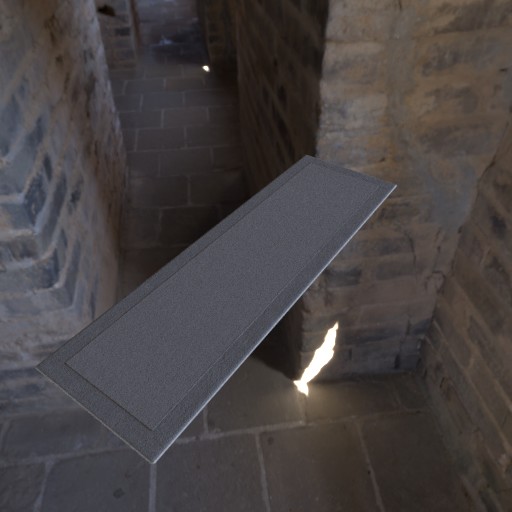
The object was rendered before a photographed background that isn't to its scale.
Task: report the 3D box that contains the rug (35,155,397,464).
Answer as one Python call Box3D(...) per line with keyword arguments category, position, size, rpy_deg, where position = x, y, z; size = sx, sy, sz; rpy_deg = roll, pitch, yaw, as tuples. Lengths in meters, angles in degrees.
Box3D(category="rug", position=(0.000, 0.000, 2.606), size=(0.759, 0.012, 2.430), rpy_deg=(25, 47, 26))
